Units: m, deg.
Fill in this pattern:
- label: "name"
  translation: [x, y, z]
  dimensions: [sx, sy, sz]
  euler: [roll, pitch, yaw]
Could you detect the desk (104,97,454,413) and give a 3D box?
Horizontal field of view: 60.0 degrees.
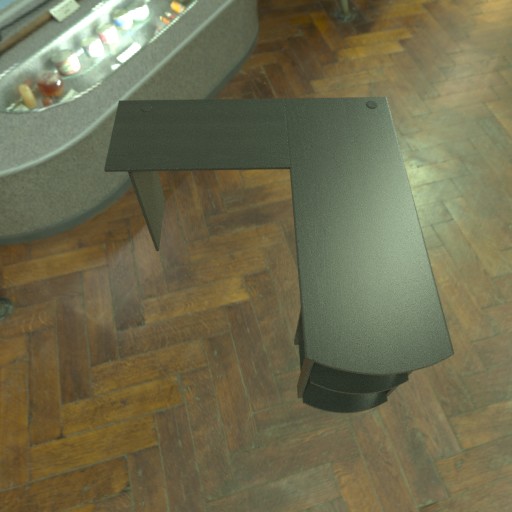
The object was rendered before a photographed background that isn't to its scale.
- label: "desk"
  translation: [0.000, 0.000, 2.101]
  dimensions: [1.303, 0.716, 1.361]
  euler: [-1, 58, -1]
